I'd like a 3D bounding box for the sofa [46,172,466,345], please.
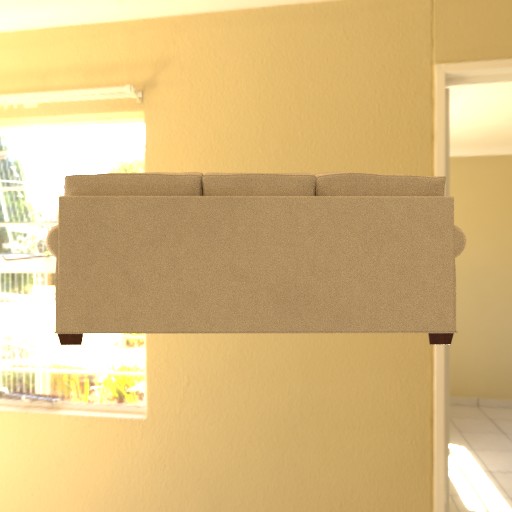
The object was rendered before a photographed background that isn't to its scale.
[{"bbox_3d":[0.000,0.000,2.403,1.770,0.734,1.226,0,0,-1],"label":"sofa"}]
